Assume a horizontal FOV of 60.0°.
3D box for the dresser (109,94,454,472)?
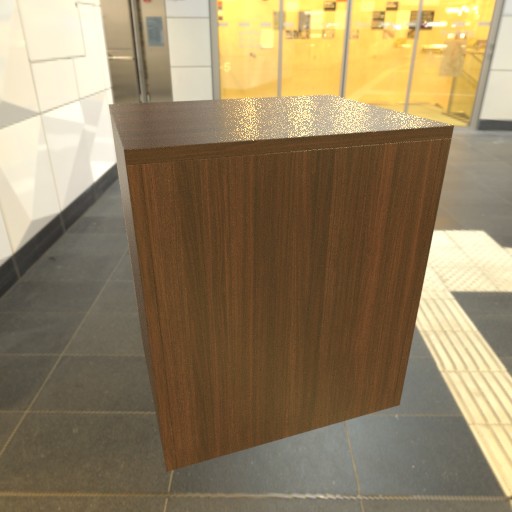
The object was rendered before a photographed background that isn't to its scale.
[{"bbox_3d":[0.000,0.000,0.753,0.400,0.470,0.360,-9,28,-17],"label":"dresser"}]
